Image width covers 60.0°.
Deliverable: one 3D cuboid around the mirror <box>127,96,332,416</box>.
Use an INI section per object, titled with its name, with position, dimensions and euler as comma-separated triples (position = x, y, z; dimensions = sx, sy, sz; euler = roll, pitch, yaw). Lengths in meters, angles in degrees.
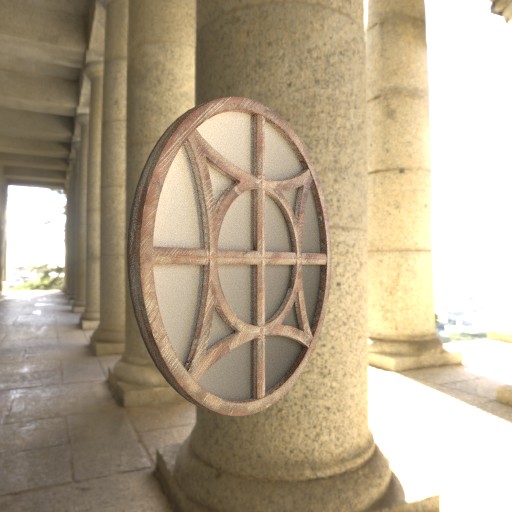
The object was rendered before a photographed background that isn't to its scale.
[mirror]
position = 0.000, 0.000, 1.038
dimensions = 0.038, 0.710, 0.710
euler = -1, -1, 36
